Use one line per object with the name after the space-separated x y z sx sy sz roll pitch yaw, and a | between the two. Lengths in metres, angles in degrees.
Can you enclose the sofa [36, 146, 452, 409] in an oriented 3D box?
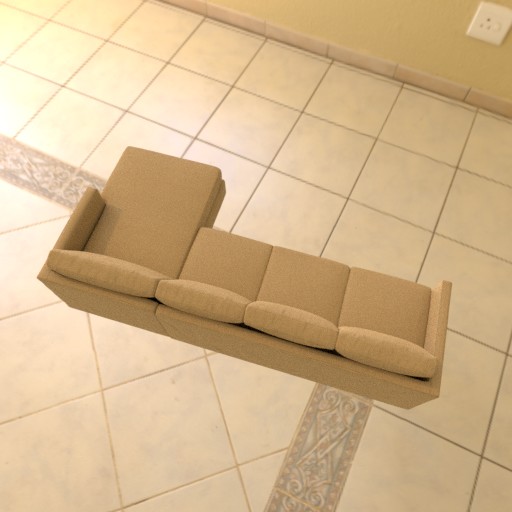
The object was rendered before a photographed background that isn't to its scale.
0.000 0.000 3.865 3.177 0.867 1.622 15 65 7 | sofa
